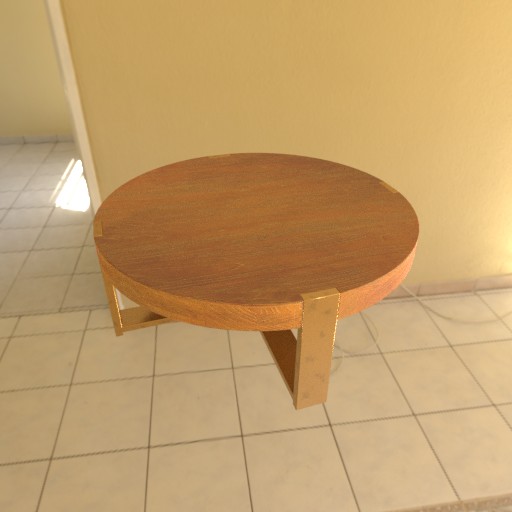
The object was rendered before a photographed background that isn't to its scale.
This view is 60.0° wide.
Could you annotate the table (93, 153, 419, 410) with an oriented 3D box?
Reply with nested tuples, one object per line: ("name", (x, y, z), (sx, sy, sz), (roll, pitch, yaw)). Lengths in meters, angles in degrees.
("table", (0.000, 0.000, 1.680), (1.100, 0.420, 1.100), (0, 33, 0))
